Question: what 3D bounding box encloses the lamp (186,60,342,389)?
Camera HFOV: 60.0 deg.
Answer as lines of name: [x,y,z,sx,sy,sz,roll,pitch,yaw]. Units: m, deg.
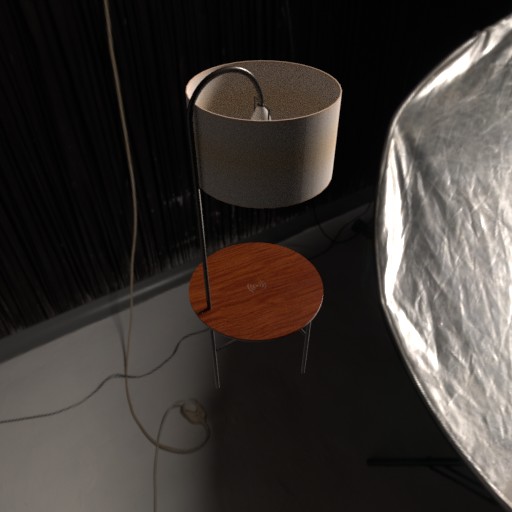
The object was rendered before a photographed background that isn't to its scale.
lamp: [0.000,0.000,1.782,0.573,1.517,0.573,0,42,0]
